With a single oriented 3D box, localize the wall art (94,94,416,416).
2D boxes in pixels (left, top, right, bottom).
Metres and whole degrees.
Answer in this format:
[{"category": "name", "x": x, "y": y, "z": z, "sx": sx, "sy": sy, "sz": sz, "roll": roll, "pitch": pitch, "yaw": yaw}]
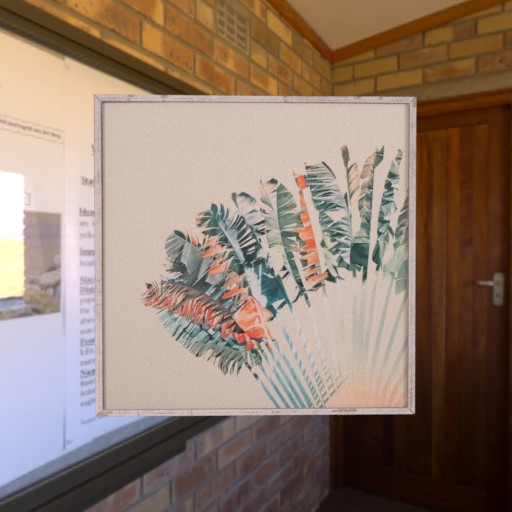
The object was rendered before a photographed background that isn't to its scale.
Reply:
[{"category": "wall art", "x": 0.000, "y": 0.000, "z": 0.439, "sx": 0.305, "sy": 0.303, "sz": 0.038, "roll": 0, "pitch": 1, "yaw": -1}]
